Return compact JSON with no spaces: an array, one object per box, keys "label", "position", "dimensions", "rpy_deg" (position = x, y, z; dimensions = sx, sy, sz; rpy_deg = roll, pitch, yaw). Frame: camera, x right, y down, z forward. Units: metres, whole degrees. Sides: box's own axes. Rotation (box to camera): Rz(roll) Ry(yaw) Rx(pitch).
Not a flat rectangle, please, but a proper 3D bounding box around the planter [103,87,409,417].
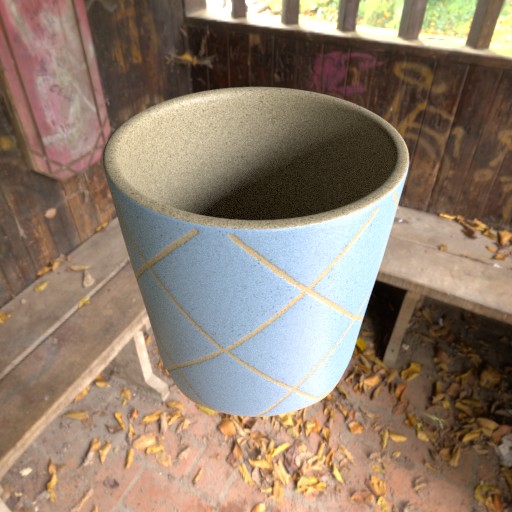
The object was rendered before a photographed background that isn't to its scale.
[{"label":"planter","position":[0.000,0.000,0.414],"dimensions":[0.227,0.235,0.227],"rpy_deg":[0,40,0]}]
